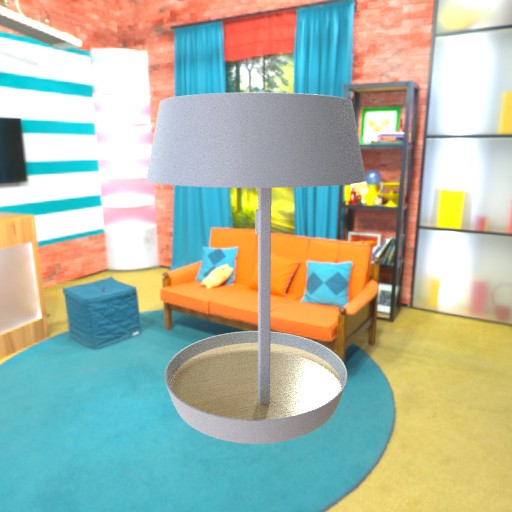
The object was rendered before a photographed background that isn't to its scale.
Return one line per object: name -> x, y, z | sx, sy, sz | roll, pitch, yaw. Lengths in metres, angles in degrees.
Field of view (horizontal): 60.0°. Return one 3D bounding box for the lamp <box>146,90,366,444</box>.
lamp -> 0.000, 0.000, 0.629 | 0.291, 0.429, 0.291 | 0, 14, 0
